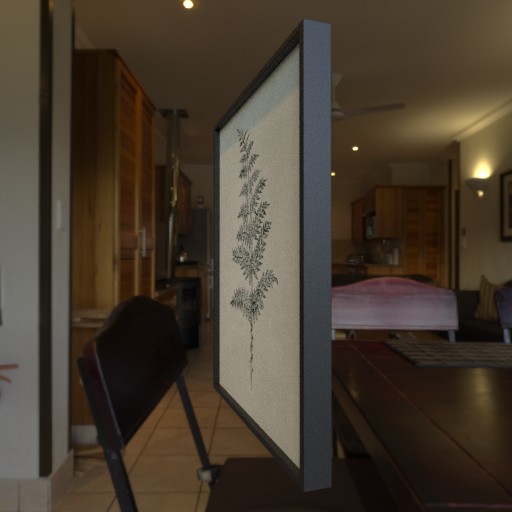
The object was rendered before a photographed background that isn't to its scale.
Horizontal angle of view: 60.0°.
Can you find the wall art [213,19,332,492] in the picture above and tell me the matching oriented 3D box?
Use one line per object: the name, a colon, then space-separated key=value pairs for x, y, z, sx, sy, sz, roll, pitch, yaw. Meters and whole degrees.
wall art: x=0.000 y=0.000 z=0.738 sx=0.039 sy=0.555 sz=0.449 roll=0 pitch=-1 yaw=-19
